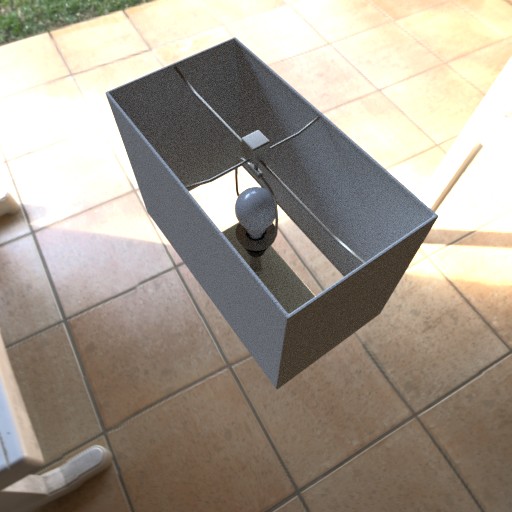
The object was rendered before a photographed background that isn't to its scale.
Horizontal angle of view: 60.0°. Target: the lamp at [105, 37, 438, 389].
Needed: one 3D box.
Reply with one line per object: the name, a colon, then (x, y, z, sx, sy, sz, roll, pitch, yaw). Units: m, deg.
lamp: (0.000, 0.000, 0.722, 0.200, 0.515, 0.380, -32, 64, -17)
